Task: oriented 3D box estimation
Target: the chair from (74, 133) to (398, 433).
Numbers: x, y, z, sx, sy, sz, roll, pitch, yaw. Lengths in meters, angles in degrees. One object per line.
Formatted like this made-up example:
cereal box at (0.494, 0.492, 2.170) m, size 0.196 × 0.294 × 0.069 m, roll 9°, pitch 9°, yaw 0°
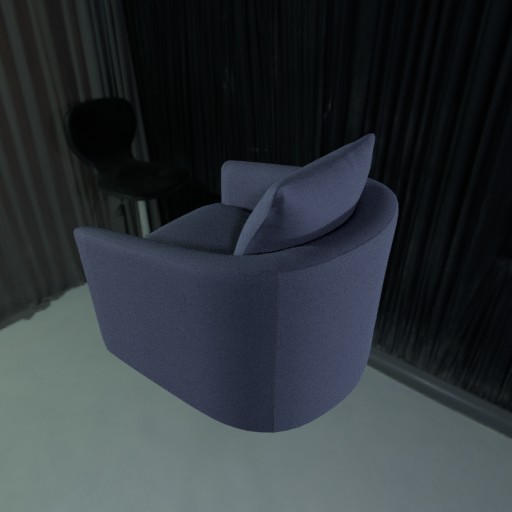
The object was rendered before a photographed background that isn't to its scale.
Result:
chair at (0.000, 0.000, 1.594) m, size 0.910 × 0.848 × 0.845 m, roll 21°, pitch 38°, yaw 30°
